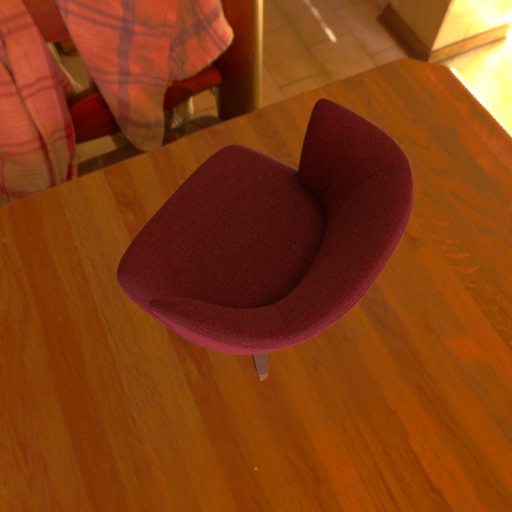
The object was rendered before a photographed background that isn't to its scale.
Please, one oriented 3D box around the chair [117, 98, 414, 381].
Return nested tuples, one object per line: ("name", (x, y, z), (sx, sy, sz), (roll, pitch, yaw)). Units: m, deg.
("chair", (0.000, 0.000, 1.323), (0.660, 0.760, 0.700), (32, 68, 14))
